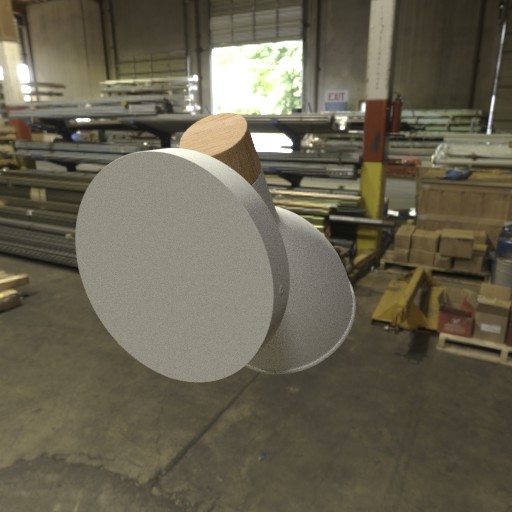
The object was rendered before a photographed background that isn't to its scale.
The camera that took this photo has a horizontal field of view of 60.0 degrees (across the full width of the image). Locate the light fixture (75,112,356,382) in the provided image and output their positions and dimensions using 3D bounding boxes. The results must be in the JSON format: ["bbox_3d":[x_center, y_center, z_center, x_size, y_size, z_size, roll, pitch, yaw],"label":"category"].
[{"bbox_3d":[0.000,0.000,0.323,0.127,0.199,0.209,9,20,26],"label":"light fixture"}]
